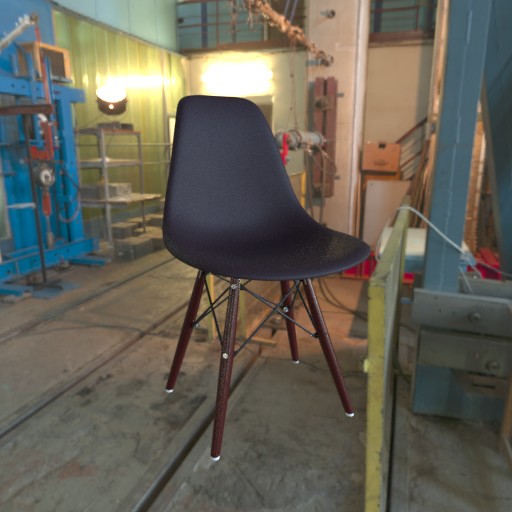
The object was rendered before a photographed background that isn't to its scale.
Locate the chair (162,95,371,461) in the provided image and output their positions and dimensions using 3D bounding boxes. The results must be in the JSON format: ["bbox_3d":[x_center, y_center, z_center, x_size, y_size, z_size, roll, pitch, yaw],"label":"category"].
[{"bbox_3d":[0.000,0.000,1.140,0.470,0.826,0.533,-7,16,-26],"label":"chair"}]
